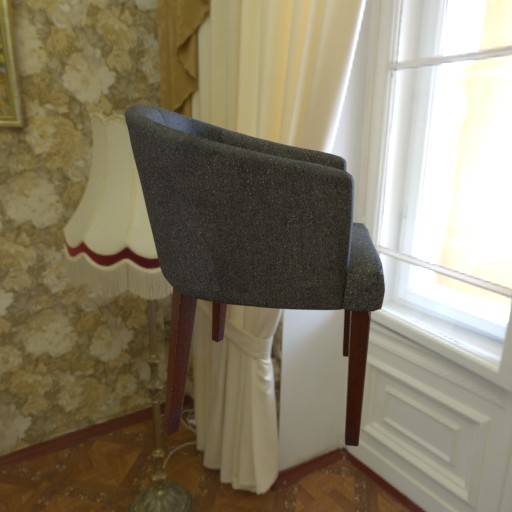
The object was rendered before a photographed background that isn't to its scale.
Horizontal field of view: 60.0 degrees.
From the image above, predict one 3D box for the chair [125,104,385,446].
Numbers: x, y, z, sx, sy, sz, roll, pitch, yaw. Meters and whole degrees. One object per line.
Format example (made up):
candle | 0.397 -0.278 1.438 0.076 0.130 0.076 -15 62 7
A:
chair | 0.000 0.000 1.252 0.655 0.811 0.583 3 16 9
